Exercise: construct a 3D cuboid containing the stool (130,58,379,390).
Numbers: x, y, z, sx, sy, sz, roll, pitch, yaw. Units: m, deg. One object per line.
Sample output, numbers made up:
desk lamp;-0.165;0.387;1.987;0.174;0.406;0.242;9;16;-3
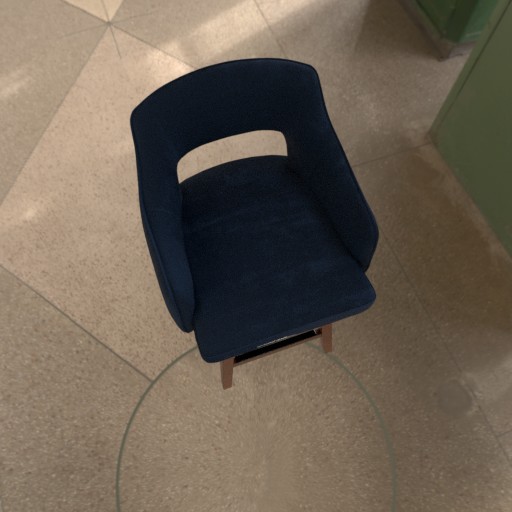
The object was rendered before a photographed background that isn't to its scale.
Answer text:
stool;0.000;0.000;1.305;0.550;0.940;0.560;-17;66;-8
